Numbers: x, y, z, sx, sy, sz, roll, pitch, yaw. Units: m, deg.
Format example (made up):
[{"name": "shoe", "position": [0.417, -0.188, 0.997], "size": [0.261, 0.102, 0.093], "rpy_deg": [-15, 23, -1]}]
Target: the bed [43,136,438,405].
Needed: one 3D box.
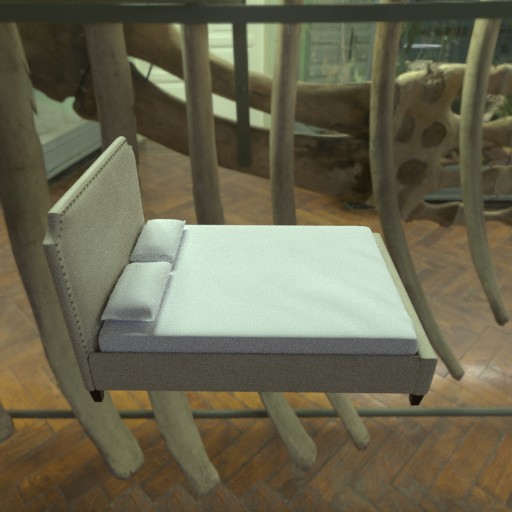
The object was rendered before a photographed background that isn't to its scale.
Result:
[{"name": "bed", "position": [0.000, 0.000, 3.429], "size": [2.372, 1.443, 1.712], "rpy_deg": [0, 32, 1]}]
